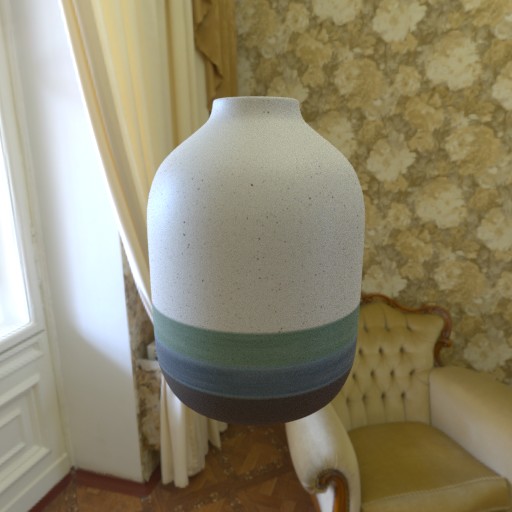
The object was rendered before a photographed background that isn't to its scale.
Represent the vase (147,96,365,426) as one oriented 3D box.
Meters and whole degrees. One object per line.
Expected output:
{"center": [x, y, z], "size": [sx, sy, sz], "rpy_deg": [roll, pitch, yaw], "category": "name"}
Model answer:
{"center": [0.000, 0.000, 0.361], "size": [0.169, 0.240, 0.169], "rpy_deg": [0, 15, 0], "category": "vase"}
